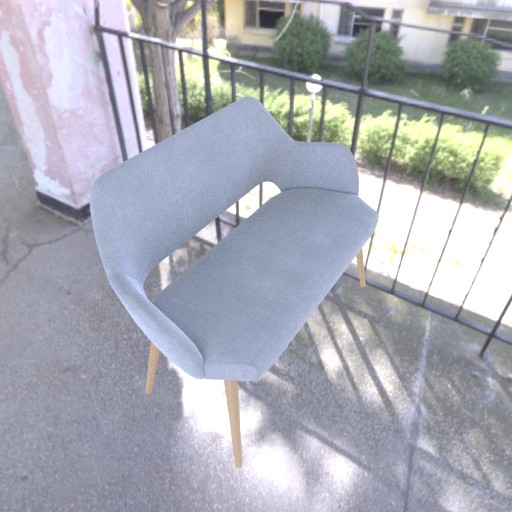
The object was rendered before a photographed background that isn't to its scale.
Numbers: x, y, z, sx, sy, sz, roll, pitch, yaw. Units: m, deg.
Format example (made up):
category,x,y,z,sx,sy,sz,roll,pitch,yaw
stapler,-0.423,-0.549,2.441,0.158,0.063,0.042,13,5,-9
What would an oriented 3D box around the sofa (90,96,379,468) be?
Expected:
category,x,y,z,sx,sy,sz,roll,pitch,yaw
sofa,0.000,0.000,1.628,0.610,0.840,1.150,23,45,25
